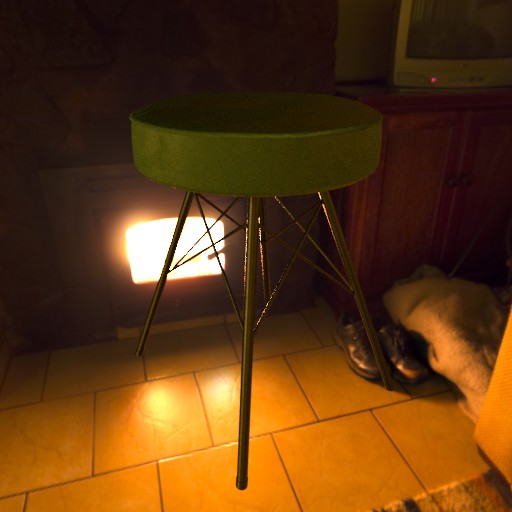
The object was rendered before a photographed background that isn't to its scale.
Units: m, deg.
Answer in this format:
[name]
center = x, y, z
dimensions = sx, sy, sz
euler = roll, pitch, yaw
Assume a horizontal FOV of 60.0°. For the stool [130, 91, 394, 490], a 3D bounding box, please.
[stool]
center = 0.000, 0.000, 0.891
dimensions = 0.430, 0.595, 0.457
euler = -18, 32, -32
